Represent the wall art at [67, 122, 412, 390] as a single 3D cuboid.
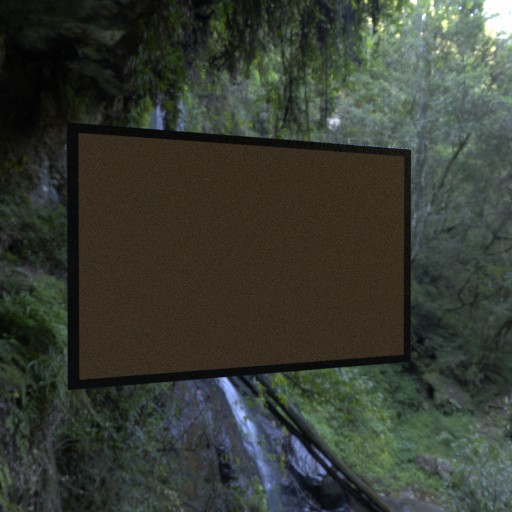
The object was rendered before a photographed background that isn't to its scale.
[{"bbox_3d":[0.000,0.000,0.777,0.610,0.409,0.038,0,1,-17],"label":"wall art"}]
